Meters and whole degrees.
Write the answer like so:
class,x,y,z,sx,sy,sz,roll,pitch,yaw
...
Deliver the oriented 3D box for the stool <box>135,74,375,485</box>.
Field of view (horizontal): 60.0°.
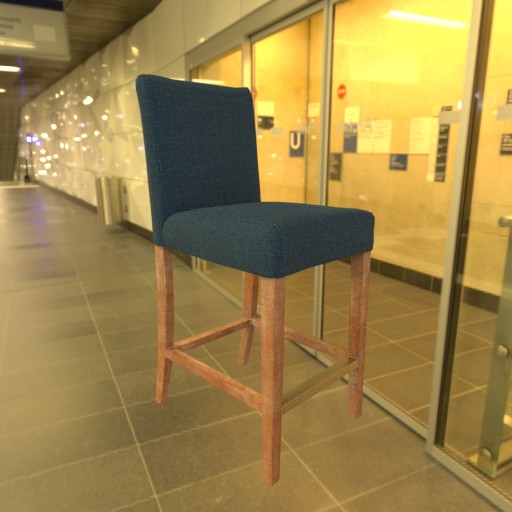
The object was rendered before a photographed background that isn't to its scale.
class,x,y,z,sx,sy,sz,roll,pitch,yaw
stool,0.000,0.000,1.337,0.567,1.039,0.454,13,19,43
